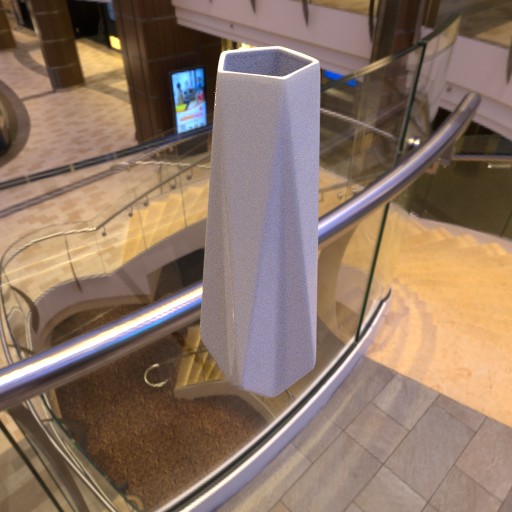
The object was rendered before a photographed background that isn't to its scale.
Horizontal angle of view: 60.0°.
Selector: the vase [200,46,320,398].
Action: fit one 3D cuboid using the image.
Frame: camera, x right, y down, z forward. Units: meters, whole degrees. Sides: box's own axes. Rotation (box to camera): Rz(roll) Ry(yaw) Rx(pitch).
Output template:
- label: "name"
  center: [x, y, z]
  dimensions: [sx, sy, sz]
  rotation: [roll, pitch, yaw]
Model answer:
- label: "vase"
  center: [0.000, 0.000, 0.392]
  dimensions: [0.116, 0.329, 0.122]
  rotation: [0, 40, 0]
